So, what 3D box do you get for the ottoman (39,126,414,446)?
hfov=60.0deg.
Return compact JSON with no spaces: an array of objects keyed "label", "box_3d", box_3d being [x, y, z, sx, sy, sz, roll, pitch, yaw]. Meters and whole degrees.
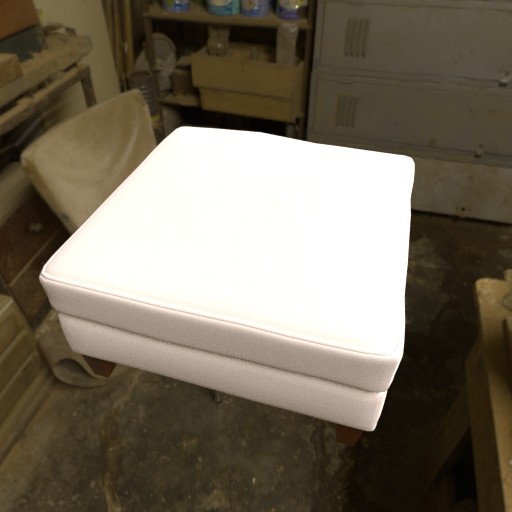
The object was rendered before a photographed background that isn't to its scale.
[{"label":"ottoman","box_3d":[0.000,0.000,1.348,0.838,0.479,0.838,11,43,12]}]
